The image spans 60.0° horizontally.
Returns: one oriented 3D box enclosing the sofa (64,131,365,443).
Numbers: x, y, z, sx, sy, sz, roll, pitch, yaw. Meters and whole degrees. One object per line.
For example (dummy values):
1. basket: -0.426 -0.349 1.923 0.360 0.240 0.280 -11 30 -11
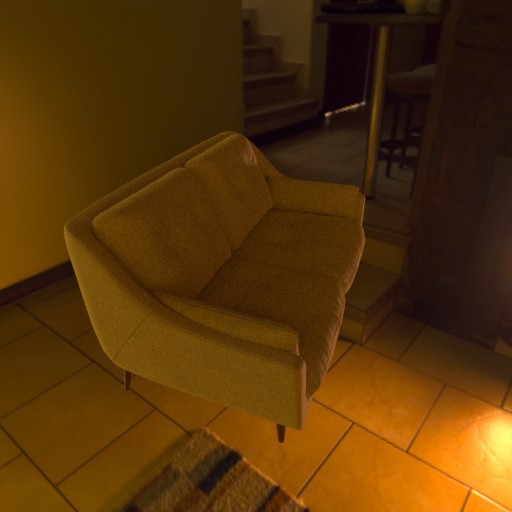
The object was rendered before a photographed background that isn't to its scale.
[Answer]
1. sofa: 0.000 0.000 2.223 0.965 0.888 1.652 9 30 17
